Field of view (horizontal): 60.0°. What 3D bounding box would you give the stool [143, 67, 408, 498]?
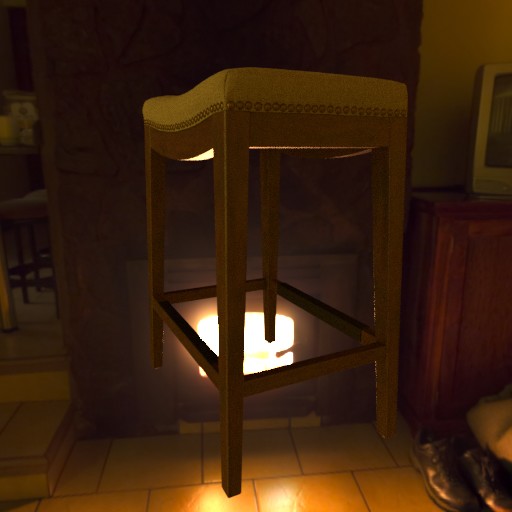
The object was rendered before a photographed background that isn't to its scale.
[{"bbox_3d":[0.000,0.000,0.929,0.356,0.660,0.508,-7,15,-26],"label":"stool"}]
